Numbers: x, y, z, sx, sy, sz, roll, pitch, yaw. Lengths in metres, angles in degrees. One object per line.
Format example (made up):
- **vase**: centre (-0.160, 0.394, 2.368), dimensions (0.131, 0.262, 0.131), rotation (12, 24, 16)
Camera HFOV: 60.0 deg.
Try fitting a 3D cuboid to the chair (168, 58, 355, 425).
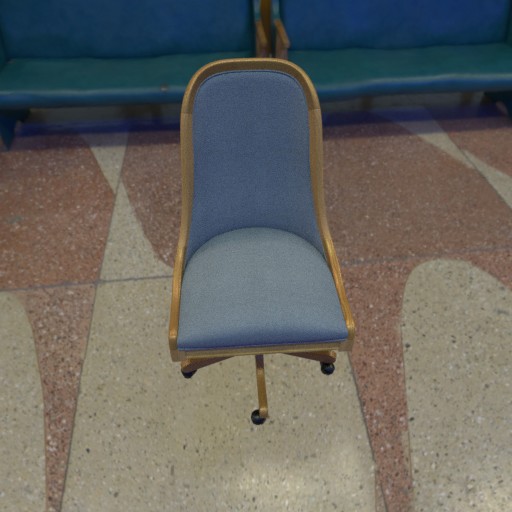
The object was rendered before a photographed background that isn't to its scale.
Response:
- **chair**: centre (0.000, 0.000, 1.497), dimensions (0.605, 1.031, 0.735), rotation (-3, 45, -3)
